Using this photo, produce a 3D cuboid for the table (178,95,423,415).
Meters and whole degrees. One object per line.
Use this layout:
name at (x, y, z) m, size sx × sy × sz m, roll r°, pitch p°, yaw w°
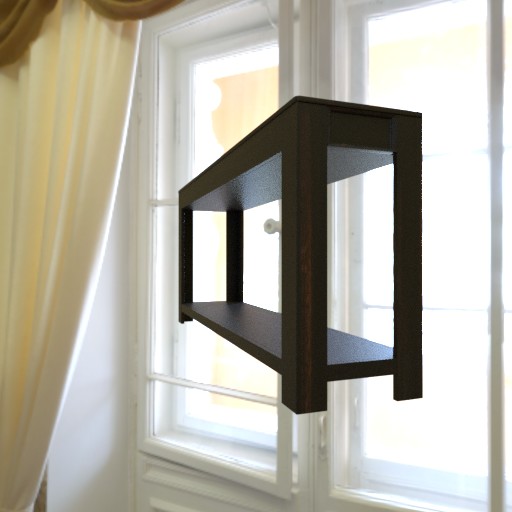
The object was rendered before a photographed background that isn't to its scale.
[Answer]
table at (0.000, 0.000, 1.885) m, size 0.384 × 0.762 × 1.631 m, roll 0°, pitch 0°, yaw -20°
